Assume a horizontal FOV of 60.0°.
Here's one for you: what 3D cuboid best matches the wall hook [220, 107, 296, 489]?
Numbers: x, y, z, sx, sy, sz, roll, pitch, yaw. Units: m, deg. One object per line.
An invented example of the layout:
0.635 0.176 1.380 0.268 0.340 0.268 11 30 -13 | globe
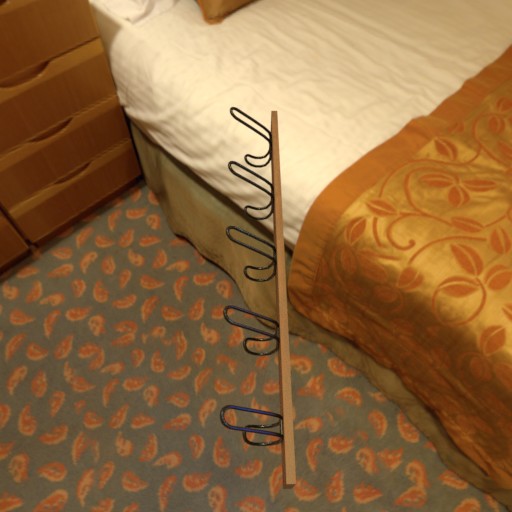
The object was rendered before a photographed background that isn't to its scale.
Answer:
0.000 0.000 0.601 0.076 0.116 0.554 0 58 0 | wall hook
